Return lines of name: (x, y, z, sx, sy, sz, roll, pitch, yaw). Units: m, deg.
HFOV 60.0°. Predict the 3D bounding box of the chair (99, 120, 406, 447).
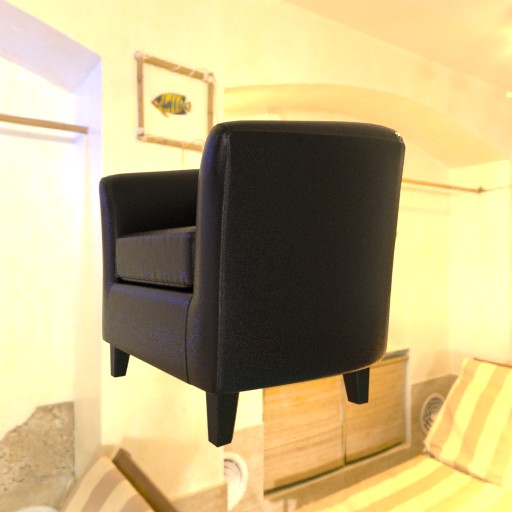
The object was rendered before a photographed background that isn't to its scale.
chair: (0.000, 0.000, 1.333, 0.727, 0.756, 0.793, 0, 0, -36)
